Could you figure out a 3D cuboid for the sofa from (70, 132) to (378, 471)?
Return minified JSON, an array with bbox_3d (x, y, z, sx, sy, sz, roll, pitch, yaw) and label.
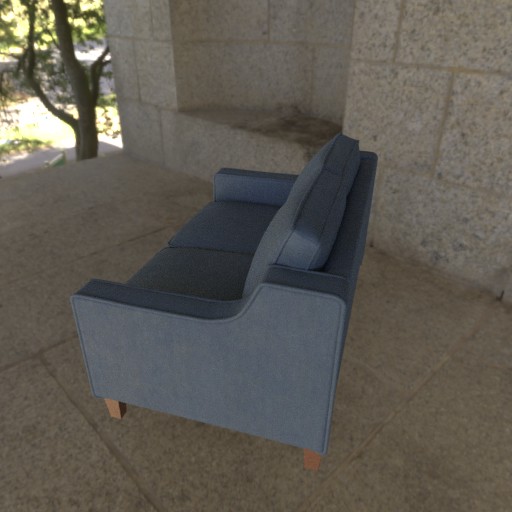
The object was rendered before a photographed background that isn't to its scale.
[{"bbox_3d":[0.000,0.000,2.154,0.987,0.971,1.501,8,30,15],"label":"sofa"}]
